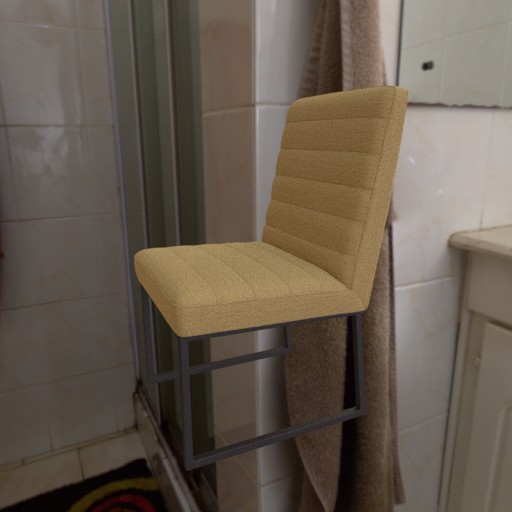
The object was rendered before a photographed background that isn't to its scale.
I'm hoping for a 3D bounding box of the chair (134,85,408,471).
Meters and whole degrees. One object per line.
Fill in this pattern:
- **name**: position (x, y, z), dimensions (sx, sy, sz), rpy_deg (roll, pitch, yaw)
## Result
- **chair**: position (0.000, 0.000, 1.308), dimensions (0.634, 0.930, 0.520), rpy_deg (-7, 16, -24)
